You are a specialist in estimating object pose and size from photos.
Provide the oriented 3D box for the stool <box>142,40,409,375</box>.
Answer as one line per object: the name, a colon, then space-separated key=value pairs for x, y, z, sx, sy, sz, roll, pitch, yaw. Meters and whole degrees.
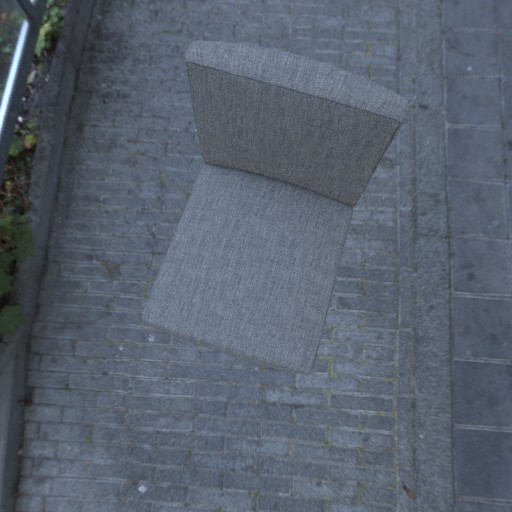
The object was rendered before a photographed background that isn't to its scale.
stool: x=0.000 y=0.000 z=1.218 sx=0.451 sy=0.966 sz=0.552 roll=17 pitch=76 yaw=4
